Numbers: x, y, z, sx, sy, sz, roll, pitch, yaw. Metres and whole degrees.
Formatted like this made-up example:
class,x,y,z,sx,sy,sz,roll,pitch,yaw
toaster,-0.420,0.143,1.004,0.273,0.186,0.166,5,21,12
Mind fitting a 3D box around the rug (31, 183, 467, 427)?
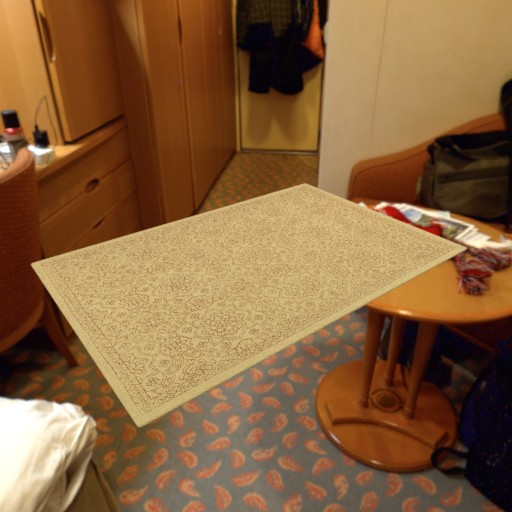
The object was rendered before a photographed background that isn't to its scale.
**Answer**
class,x,y,z,sx,sy,sz,roll,pitch,yaw
rug,0.000,0.000,2.223,1.829,0.010,1.219,-21,36,-32
